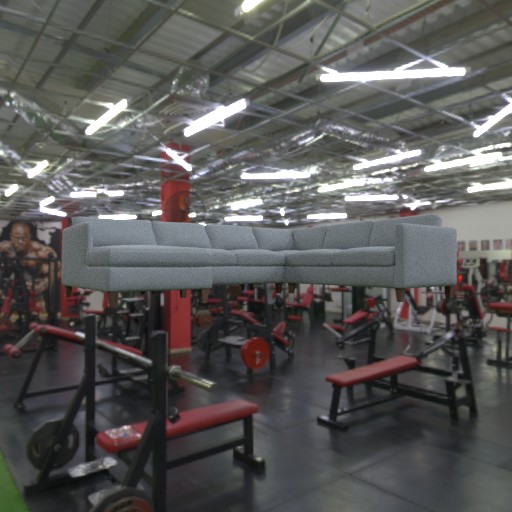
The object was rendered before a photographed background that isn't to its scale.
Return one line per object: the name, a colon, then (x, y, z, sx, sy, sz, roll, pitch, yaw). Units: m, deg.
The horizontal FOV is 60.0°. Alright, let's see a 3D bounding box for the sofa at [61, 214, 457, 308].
sofa: (0.000, 0.000, 4.539, 3.238, 0.853, 2.551, 1, -2, -36)
